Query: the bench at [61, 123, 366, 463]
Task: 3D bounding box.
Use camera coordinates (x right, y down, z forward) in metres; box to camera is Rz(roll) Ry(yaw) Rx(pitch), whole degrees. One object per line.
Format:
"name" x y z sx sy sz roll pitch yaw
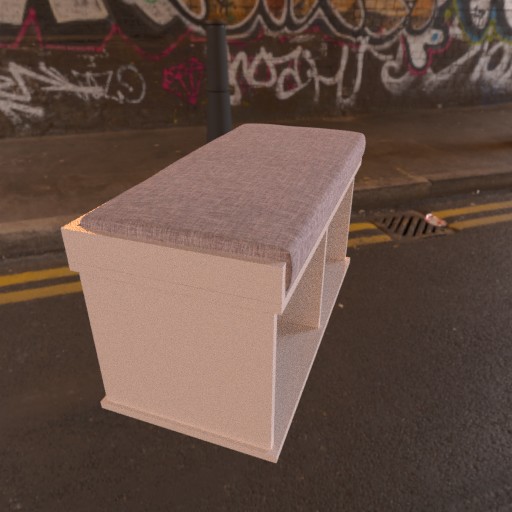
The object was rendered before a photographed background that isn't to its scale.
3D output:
"bench" 0.000 0.000 1.014 0.362 0.461 0.734 10 30 18
